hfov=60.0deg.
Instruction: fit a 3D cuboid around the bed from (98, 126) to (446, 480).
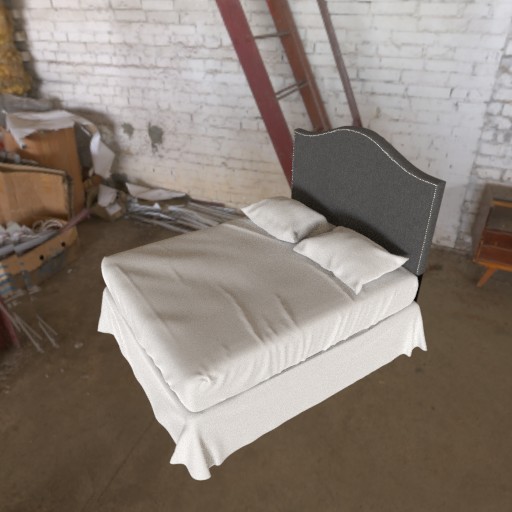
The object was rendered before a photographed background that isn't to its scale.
[{"bbox_3d":[0.000,0.000,3.382,2.221,1.645,1.876,-19,36,-28],"label":"bed"}]
